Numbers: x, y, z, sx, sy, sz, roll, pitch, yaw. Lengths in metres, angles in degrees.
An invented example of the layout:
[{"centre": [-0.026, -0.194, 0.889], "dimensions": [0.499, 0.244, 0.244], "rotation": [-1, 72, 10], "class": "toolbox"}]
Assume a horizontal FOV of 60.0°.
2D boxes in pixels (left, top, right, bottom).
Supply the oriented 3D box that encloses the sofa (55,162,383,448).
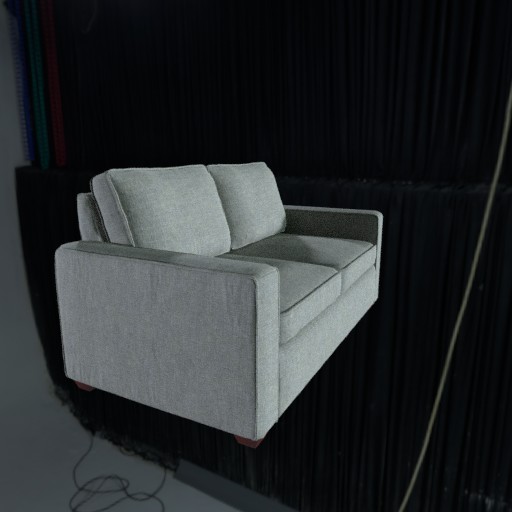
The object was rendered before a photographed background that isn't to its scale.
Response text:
[{"centre": [0.000, 0.000, 2.277], "dimensions": [0.945, 0.915, 1.706], "rotation": [7, 15, 27], "class": "sofa"}]
